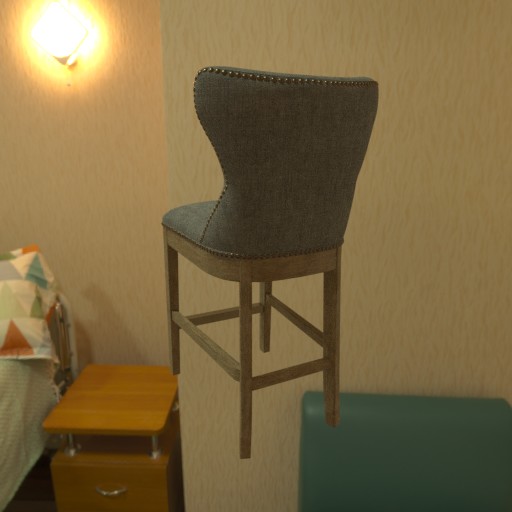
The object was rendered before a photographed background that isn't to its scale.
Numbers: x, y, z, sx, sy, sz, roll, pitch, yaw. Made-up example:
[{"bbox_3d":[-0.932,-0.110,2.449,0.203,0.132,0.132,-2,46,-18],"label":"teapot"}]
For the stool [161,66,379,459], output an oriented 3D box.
[{"bbox_3d":[0.000,0.000,1.331,0.498,0.981,0.608,-8,17,-26],"label":"stool"}]
